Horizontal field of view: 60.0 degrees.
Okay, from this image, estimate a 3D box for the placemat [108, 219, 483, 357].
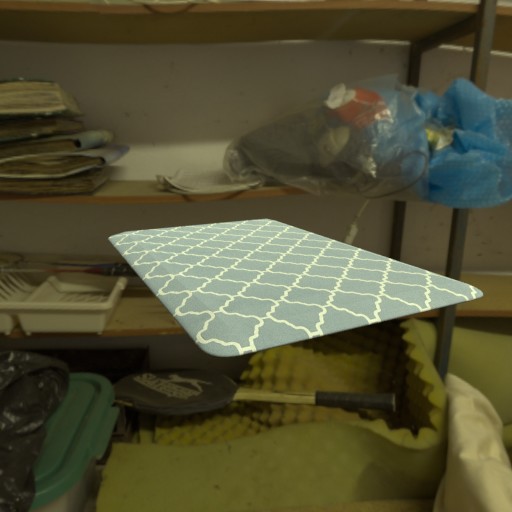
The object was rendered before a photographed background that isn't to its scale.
[{"bbox_3d":[0.000,0.000,0.960,0.508,0.021,0.762,-8,17,-26],"label":"placemat"}]
